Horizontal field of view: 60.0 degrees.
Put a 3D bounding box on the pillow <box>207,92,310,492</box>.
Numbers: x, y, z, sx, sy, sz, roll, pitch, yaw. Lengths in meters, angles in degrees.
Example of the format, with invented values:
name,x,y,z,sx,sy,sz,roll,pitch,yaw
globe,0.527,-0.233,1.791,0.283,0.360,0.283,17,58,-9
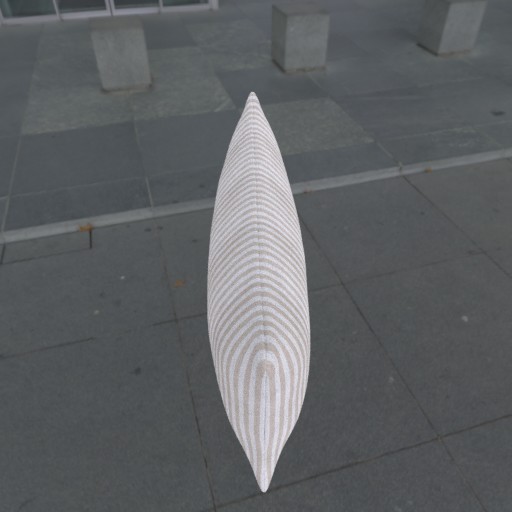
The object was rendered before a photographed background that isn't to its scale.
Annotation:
name,x,y,z,sx,sy,sz,roll,pitch,yaw
pillow,0.000,0.000,0.711,0.151,0.295,0.617,-1,42,-1
